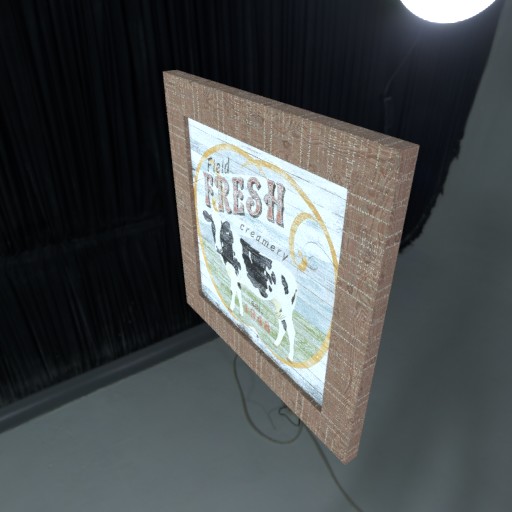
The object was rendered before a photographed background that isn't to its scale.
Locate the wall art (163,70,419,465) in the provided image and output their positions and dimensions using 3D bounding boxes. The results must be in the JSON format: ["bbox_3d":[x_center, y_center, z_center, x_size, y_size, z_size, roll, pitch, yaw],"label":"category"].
[{"bbox_3d":[0.000,0.000,0.772,0.029,0.531,0.531,-22,38,-30],"label":"wall art"}]
